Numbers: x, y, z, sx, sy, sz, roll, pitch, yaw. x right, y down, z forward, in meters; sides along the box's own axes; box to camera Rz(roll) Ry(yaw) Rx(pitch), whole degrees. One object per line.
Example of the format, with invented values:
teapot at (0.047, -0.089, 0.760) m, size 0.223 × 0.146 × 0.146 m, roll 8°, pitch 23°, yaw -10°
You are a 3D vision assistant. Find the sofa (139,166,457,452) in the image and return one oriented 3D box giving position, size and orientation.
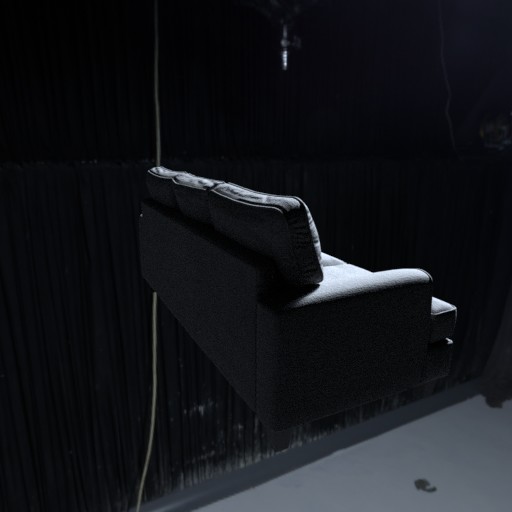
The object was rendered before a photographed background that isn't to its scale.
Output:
sofa at (0.000, 0.000, 2.643) m, size 0.951 × 0.965 × 2.158 m, roll -7°, pitch 17°, yaw -25°
